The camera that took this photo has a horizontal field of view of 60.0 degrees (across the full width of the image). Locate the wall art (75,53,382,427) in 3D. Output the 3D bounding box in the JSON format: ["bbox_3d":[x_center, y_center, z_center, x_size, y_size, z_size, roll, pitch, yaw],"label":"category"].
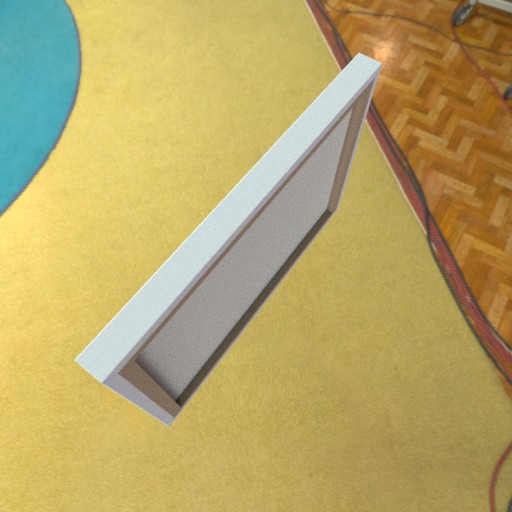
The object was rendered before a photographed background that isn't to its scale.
[{"bbox_3d":[0.000,0.000,0.771,0.042,0.414,0.608,33,68,16],"label":"wall art"}]
